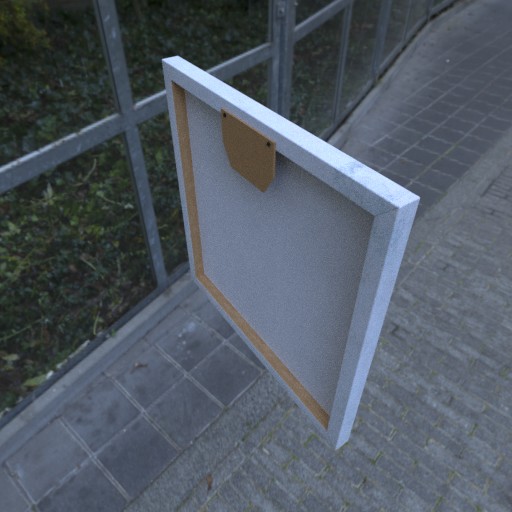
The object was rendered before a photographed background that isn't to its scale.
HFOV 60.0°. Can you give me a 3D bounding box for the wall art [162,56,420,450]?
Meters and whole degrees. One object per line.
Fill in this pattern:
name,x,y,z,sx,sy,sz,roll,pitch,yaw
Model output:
wall art,0.000,0.000,0.891,0.044,0.605,0.605,-25,48,-25
